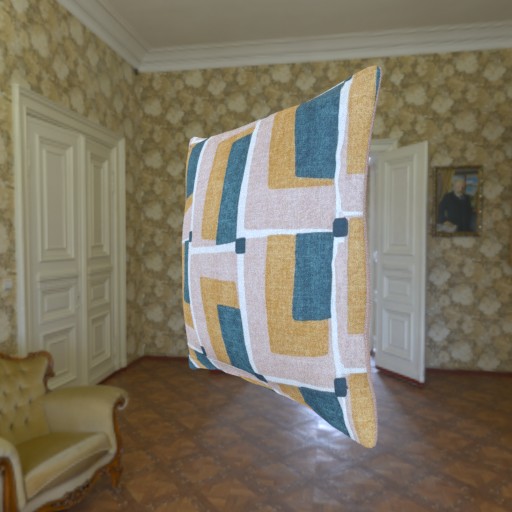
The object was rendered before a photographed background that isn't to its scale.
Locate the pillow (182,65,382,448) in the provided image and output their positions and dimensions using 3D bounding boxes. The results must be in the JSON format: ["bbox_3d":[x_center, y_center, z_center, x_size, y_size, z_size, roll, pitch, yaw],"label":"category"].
[{"bbox_3d":[0.000,0.000,0.729,0.158,0.479,0.478,-1,2,-37],"label":"pillow"}]
